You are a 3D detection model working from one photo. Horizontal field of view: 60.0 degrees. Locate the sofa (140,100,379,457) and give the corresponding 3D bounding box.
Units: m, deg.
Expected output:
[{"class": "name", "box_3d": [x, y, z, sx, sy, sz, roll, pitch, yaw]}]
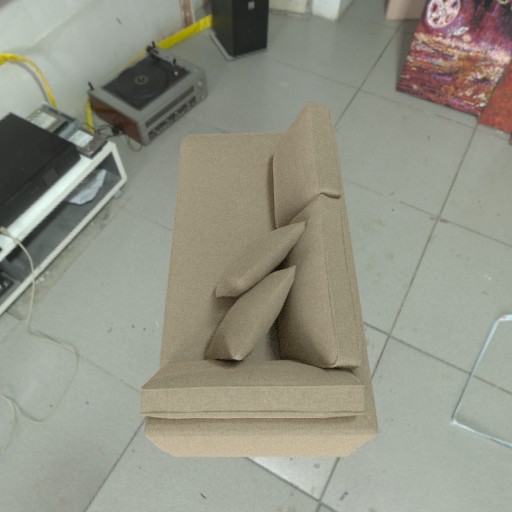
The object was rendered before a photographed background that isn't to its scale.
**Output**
[{"class": "sofa", "box_3d": [0.000, 0.000, 2.806, 1.110, 1.033, 2.237, -1, 59, 0]}]
